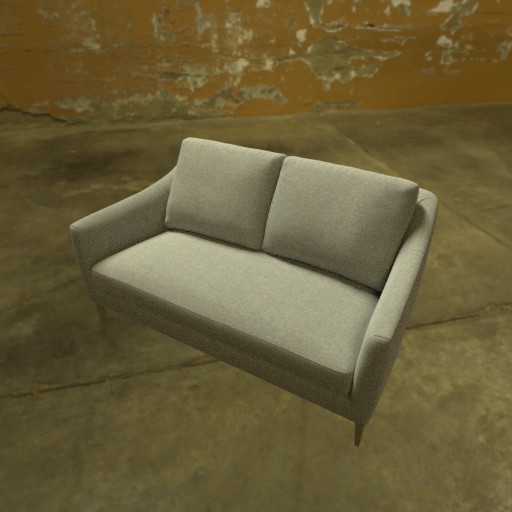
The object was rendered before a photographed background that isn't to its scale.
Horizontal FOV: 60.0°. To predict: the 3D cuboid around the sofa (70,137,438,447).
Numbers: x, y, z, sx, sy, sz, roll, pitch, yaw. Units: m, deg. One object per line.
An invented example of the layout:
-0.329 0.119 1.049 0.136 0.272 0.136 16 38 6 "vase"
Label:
0.000 0.000 2.229 1.619 0.904 0.960 17 34 27 "sofa"
